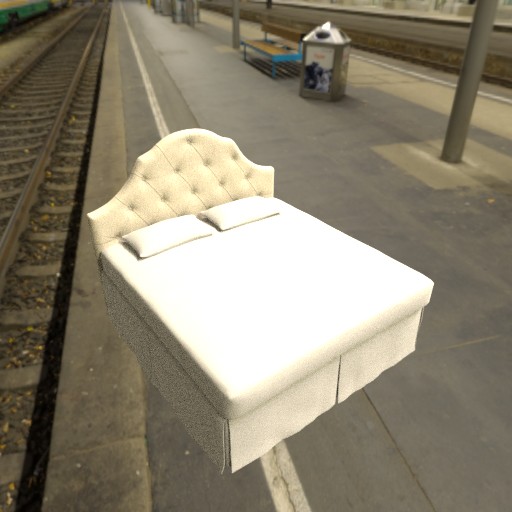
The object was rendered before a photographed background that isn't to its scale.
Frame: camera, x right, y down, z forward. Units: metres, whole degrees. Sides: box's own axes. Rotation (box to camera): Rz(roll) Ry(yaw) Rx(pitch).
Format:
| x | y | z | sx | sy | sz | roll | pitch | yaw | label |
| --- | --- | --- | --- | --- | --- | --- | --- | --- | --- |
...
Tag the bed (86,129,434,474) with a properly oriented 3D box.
| x | y | z | sx | sy | sz | roll | pitch | yaw | label |
| --- | --- | --- | --- | --- | --- | --- | --- | --- | --- |
| 0.000 | 0.000 | 3.536 | 2.012 | 1.555 | 2.086 | -21 | 37 | -31 | bed |
